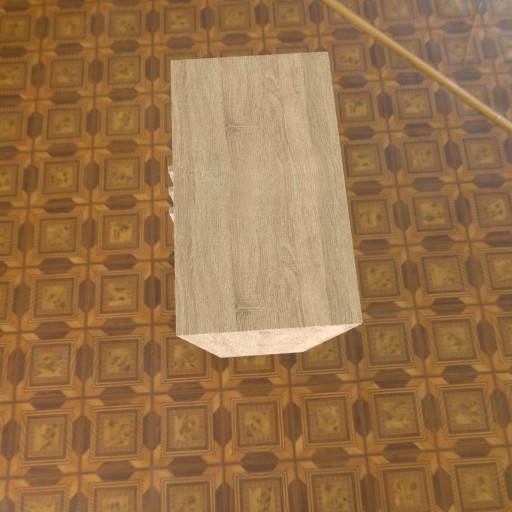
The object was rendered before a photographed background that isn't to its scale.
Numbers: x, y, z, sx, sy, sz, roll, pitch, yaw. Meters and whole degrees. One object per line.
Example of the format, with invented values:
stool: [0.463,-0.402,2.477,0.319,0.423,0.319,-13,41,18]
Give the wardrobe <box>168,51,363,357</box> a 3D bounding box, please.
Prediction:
wardrobe: [0.000,0.000,2.448,0.600,1.960,1.000,-4,75,-1]
